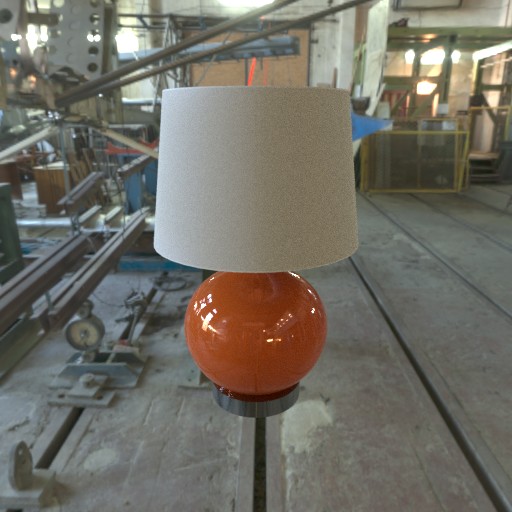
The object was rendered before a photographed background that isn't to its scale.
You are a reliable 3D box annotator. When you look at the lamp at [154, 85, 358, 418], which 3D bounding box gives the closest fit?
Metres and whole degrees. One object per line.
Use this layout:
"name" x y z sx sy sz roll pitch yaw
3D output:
"lamp" 0.000 0.000 0.553 0.247 0.387 0.247 0 18 0
